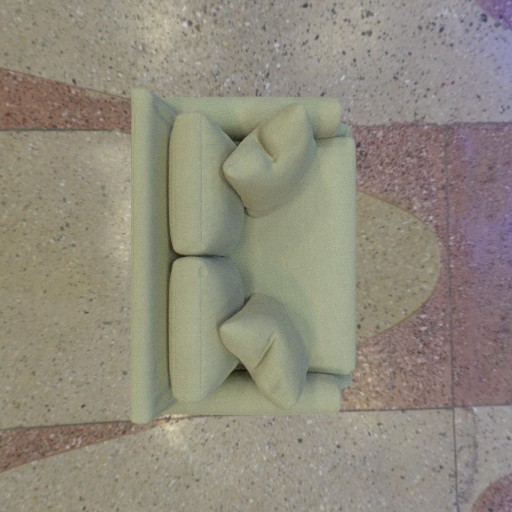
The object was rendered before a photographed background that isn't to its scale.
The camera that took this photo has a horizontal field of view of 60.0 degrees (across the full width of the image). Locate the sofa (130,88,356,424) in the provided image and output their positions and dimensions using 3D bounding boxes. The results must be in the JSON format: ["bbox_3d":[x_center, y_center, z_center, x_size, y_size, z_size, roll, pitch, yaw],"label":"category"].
[{"bbox_3d":[0.000,0.000,2.222,1.070,0.905,1.550,0,90,1],"label":"sofa"}]
